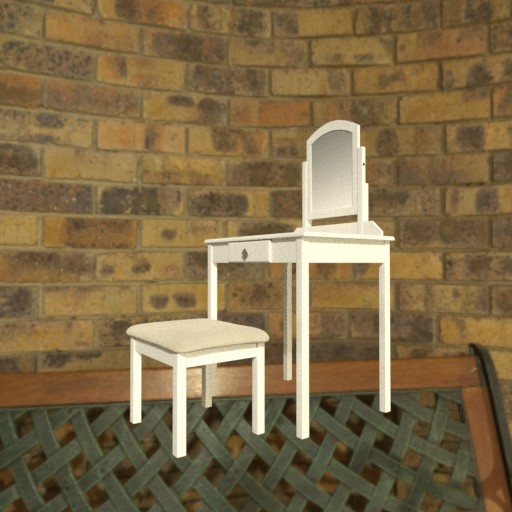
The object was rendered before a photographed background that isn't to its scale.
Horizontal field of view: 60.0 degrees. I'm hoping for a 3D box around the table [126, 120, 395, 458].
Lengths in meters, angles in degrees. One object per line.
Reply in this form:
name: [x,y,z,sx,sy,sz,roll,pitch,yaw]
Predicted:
table: [0.000,0.000,2.328,1.211,1.631,0.876,1,-1,-37]
